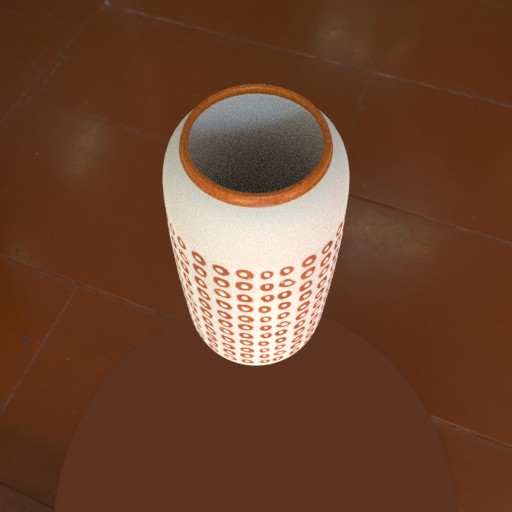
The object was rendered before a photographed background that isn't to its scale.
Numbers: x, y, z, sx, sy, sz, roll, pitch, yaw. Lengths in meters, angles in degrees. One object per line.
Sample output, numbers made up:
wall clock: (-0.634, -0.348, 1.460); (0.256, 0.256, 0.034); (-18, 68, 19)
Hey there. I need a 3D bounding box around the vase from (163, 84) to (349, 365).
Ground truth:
vase: (0.000, 0.000, 0.365); (0.133, 0.282, 0.133); (0, 62, 0)
